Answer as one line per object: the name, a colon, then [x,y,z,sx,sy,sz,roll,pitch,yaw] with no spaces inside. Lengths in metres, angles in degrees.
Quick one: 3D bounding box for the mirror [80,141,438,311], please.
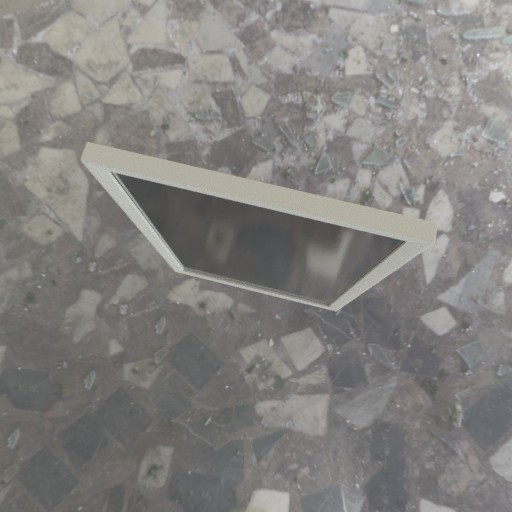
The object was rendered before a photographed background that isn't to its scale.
mirror: [0.000,0.000,1.186,0.609,0.914,0.041,14,76,3]
